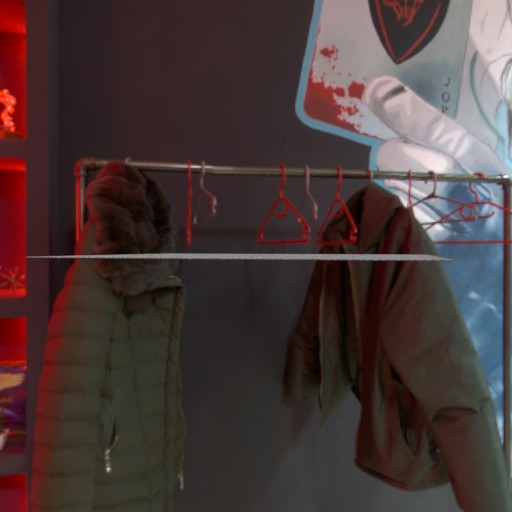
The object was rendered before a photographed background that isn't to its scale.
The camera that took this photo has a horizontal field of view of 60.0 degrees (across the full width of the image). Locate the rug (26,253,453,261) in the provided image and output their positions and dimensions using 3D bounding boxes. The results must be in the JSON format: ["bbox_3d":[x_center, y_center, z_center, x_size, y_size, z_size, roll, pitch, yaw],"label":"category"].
[{"bbox_3d":[0.000,0.000,5.215,3.957,0.011,2.894,0,1,18],"label":"rug"}]
